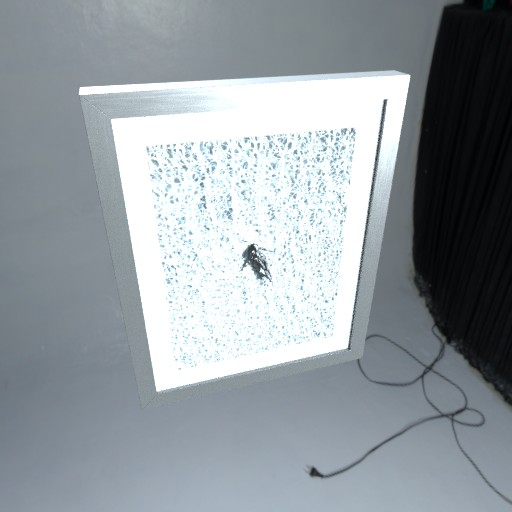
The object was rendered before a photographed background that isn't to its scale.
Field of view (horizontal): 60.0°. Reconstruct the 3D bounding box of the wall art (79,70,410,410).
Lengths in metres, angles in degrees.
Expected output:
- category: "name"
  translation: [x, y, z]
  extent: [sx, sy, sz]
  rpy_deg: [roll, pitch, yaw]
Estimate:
- category: "wall art"
  translation: [0.000, 0.000, 0.507]
  extent: [0.308, 0.379, 0.030]
  rpy_deg: [-9, 33, -15]
